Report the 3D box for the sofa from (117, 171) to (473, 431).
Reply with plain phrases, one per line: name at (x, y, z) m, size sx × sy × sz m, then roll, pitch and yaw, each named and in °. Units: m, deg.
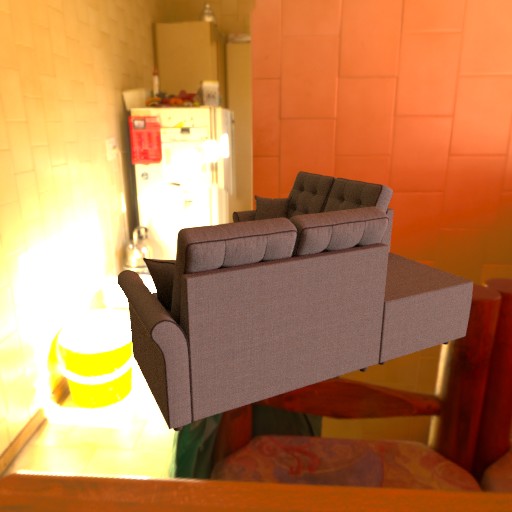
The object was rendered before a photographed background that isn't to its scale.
sofa at (0.000, 0.000, 3.229) m, size 2.070 × 0.988 × 2.068 m, roll -9°, pitch 19°, yaw -26°
